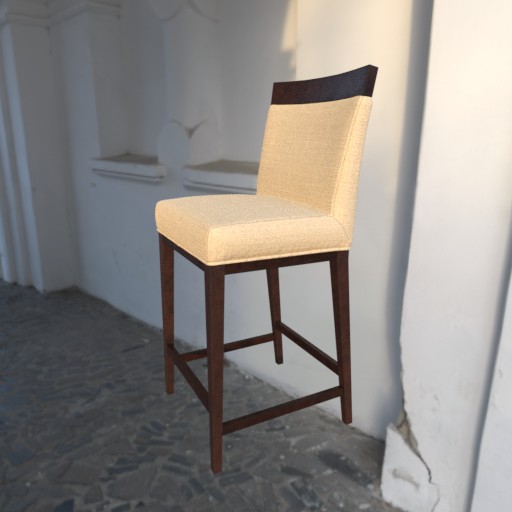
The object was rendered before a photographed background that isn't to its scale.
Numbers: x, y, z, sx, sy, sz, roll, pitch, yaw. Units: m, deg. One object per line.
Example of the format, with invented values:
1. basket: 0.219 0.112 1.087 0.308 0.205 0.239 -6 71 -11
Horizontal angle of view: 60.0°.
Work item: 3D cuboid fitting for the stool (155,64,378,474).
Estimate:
1. stool: 0.000 0.000 1.437 0.531 1.117 0.511 -8 18 -27
